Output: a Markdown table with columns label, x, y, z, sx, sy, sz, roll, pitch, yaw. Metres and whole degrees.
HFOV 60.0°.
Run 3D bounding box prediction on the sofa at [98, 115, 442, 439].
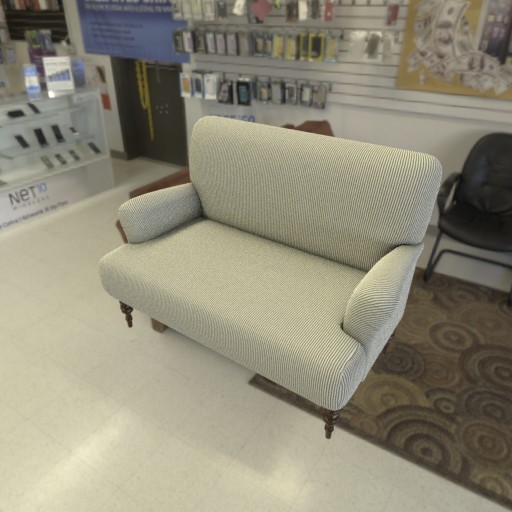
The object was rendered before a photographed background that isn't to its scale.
| label | x | y | z | sx | sy | sz | roll | pitch | yaw |
| --- | --- | --- | --- | --- | --- | --- | --- | --- | --- |
| sofa | 0.000 | 0.000 | 1.883 | 1.297 | 0.889 | 0.779 | 20 | 36 | 30 |
